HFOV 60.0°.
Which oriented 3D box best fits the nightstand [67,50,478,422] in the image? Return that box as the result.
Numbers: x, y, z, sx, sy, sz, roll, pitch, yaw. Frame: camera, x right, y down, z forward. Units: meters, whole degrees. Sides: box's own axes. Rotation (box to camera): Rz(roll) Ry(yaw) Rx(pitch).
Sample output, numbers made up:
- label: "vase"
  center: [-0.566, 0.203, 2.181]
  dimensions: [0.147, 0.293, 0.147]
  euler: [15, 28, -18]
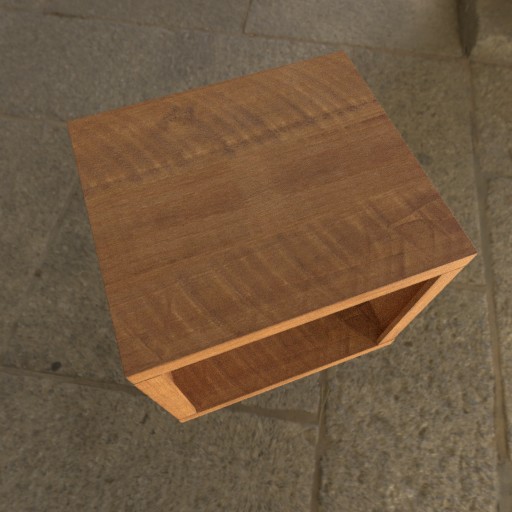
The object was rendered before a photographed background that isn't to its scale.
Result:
- label: "nightstand"
  center: [0.000, 0.000, 0.877]
  dimensions: [0.493, 0.491, 0.436]
  euler: [-18, 65, -9]
